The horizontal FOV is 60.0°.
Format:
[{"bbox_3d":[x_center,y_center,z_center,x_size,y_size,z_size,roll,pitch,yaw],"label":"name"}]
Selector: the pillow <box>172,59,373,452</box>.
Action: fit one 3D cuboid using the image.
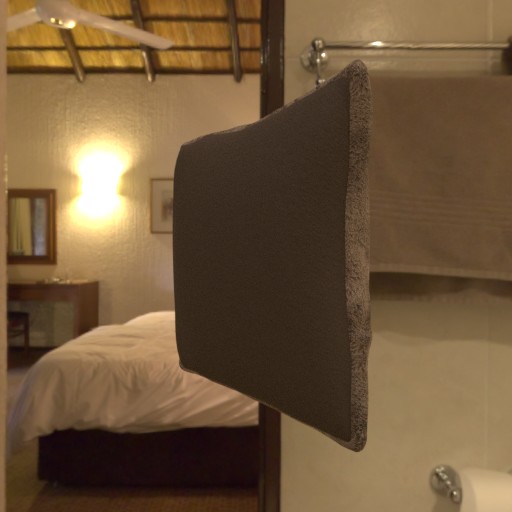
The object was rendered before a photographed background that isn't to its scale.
[{"bbox_3d":[0.000,0.000,0.788,0.204,0.520,0.522,-1,1,-36],"label":"pillow"}]
